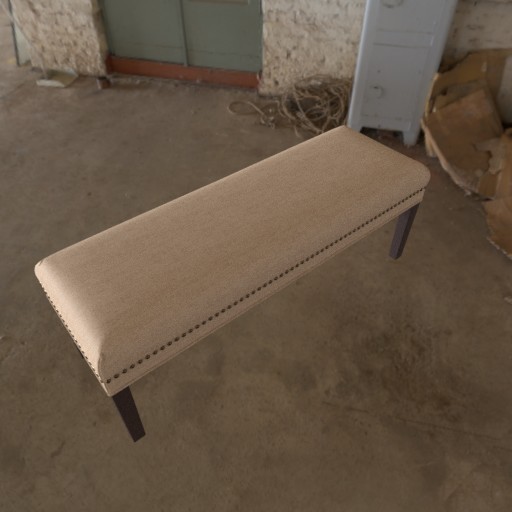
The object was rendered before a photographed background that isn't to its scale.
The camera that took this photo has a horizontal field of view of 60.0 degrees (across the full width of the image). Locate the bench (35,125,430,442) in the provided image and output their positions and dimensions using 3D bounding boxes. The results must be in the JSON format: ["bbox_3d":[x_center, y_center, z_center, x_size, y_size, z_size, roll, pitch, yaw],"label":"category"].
[{"bbox_3d":[0.000,0.000,1.473,1.219,0.457,0.410,-30,51,-27],"label":"bench"}]
